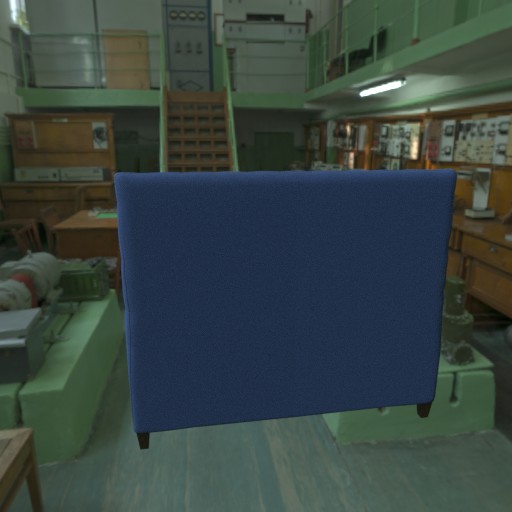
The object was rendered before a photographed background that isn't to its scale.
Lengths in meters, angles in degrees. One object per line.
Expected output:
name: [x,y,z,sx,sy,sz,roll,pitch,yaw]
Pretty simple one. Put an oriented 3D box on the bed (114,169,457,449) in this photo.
bed: [0.000,0.000,3.391,1.706,1.427,2.387,-3,15,-10]
